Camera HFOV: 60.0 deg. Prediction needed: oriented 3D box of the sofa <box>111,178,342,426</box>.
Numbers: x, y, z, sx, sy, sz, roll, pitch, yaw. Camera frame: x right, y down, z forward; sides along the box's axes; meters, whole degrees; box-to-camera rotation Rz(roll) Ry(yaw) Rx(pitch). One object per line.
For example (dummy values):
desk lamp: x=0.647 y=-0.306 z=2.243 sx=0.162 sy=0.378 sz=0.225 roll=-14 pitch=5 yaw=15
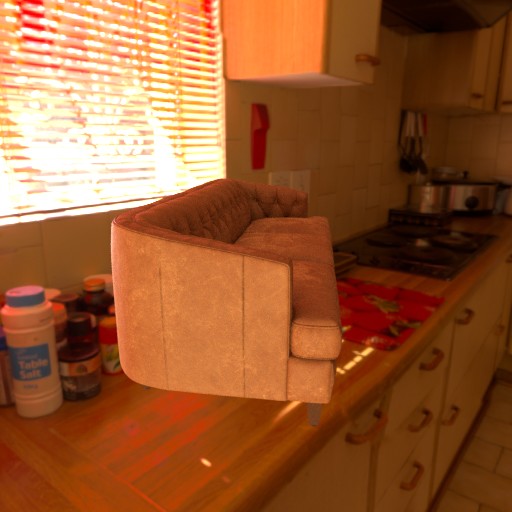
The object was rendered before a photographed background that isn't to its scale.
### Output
sofa: x=0.000 y=0.000 z=2.669 sx=0.922 sy=0.791 sz=2.257 roll=2 pitch=15 yaw=8
